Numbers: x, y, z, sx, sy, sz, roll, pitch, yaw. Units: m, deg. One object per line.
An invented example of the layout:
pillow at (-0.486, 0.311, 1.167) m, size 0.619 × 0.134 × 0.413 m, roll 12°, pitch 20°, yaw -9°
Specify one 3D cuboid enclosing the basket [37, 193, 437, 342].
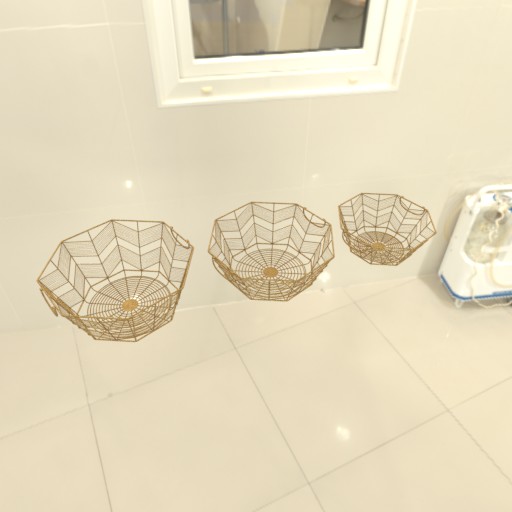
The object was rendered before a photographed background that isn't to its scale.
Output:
basket at (0.000, 0.000, 1.398) m, size 1.245 × 0.178 × 0.432 m, roll -13°, pitch 43°, yaw -14°
